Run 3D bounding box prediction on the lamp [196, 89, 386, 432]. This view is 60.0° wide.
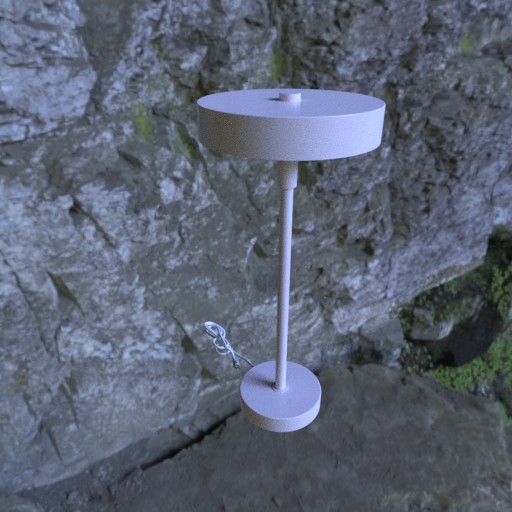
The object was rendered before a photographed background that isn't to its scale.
[{"bbox_3d":[0.000,0.000,0.709,0.229,0.508,0.369,-19,33,-32],"label":"lamp"}]
